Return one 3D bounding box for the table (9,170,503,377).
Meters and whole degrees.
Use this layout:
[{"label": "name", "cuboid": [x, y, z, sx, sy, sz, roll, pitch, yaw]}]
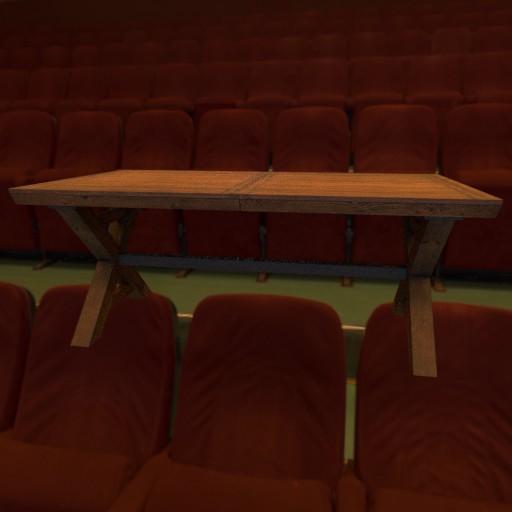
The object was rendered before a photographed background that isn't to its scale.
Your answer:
[{"label": "table", "cuboid": [0.000, 0.000, 2.347, 1.966, 0.793, 1.071, 3, 16, 10]}]
